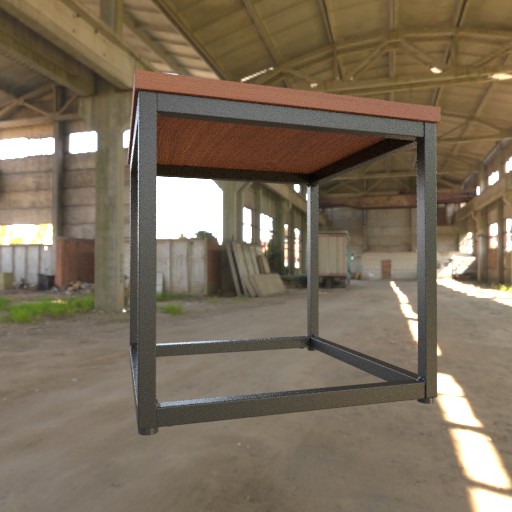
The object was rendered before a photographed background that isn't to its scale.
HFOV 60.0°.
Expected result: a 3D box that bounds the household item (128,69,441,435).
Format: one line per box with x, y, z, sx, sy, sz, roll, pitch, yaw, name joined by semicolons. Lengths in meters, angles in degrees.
0.000;0.000;0.730;0.400;0.400;0.400;0;-1;-17;household item
